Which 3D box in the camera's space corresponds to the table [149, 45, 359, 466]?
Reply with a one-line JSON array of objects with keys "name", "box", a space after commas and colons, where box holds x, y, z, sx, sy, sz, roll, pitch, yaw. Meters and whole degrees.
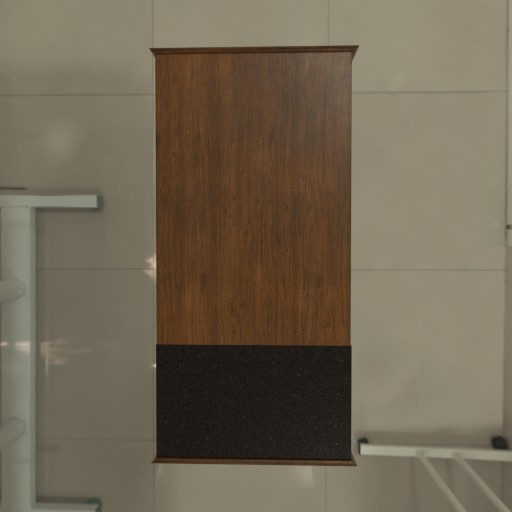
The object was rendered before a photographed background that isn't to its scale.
[{"name": "table", "box": [0.000, 0.000, 1.548, 0.610, 0.508, 1.221, 0, 91, 2]}]
